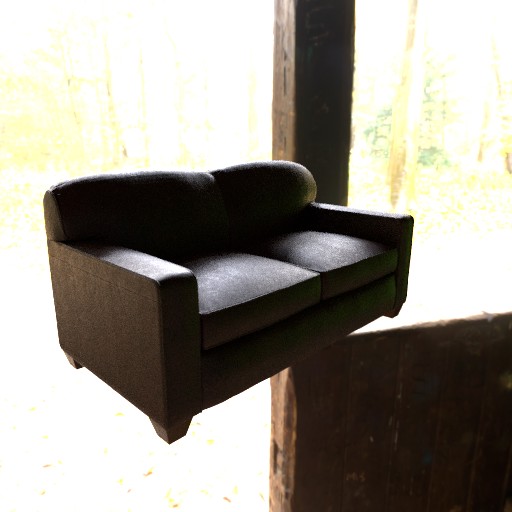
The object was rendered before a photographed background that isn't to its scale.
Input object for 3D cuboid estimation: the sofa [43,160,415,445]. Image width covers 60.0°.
[{"bbox_3d":[0.000,0.000,2.424,1.000,0.966,1.856,14,20,43],"label":"sofa"}]
